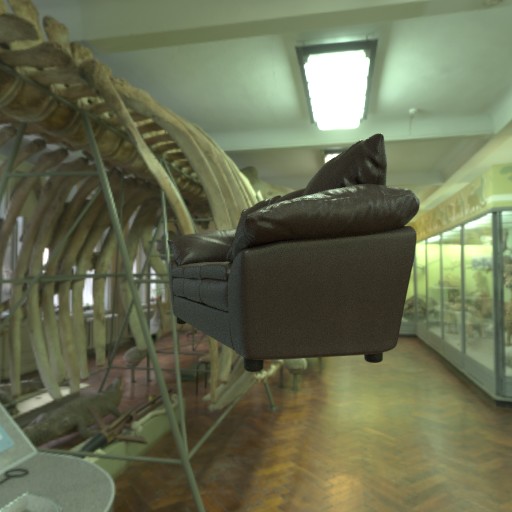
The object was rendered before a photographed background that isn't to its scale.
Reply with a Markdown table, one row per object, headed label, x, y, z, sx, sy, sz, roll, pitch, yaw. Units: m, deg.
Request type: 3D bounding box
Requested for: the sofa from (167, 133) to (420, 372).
| label | x | y | z | sx | sy | sz | roll | pitch | yaw |
| --- | --- | --- | --- | --- | --- | --- | --- | --- | --- |
| sofa | 0.000 | 0.000 | 2.962 | 0.907 | 1.091 | 2.390 | 1 | -2 | -19 |
